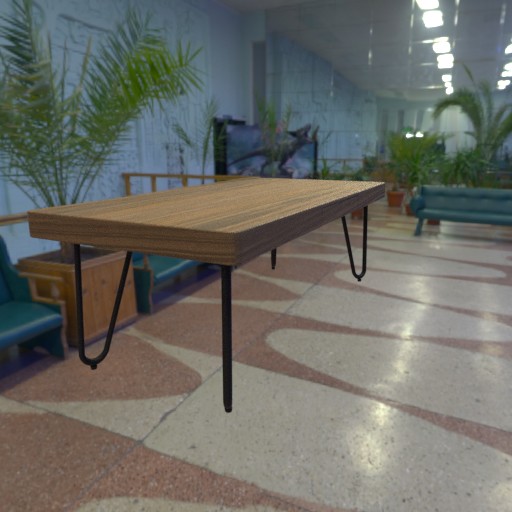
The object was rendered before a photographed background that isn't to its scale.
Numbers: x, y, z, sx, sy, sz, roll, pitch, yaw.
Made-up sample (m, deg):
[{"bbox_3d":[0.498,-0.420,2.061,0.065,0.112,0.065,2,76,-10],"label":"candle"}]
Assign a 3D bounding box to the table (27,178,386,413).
[{"bbox_3d":[0.000,0.000,1.644,0.637,0.468,1.375,7,16,27],"label":"table"}]
